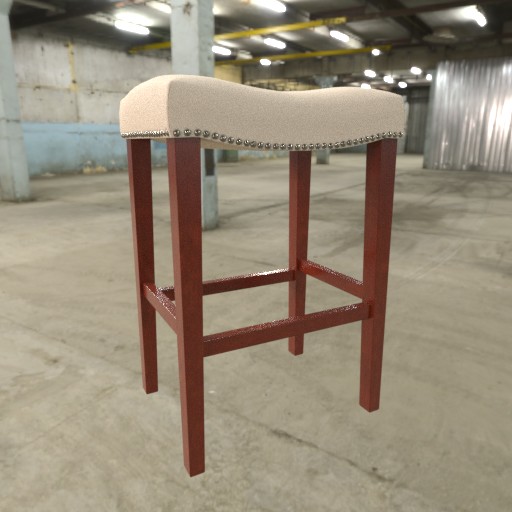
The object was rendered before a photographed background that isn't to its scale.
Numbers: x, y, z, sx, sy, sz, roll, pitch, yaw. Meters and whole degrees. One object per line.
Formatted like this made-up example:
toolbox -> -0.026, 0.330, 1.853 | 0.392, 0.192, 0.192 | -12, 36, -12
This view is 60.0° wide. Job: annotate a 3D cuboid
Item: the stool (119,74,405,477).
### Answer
stool -> 0.000, 0.000, 1.022 | 0.504, 0.742, 0.372 | -8, 16, -27
